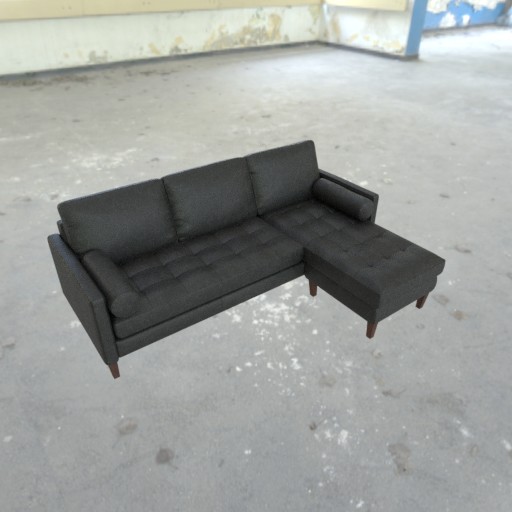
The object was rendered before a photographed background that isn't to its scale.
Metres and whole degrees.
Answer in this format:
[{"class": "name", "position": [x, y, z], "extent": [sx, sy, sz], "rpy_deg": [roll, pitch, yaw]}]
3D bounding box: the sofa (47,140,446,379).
[{"class": "sofa", "position": [0.000, 0.000, 2.895], "extent": [2.178, 0.876, 1.497], "rpy_deg": [-22, 39, -30]}]
